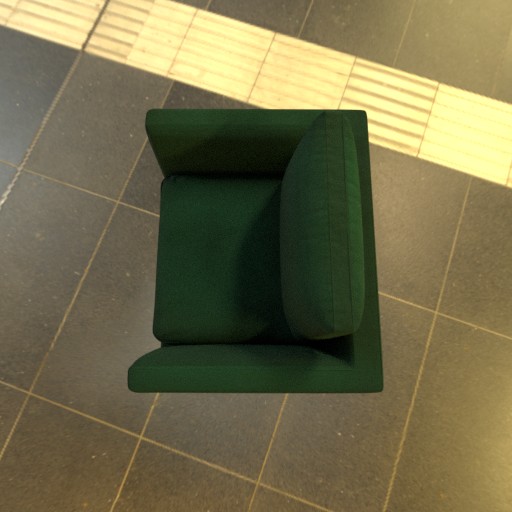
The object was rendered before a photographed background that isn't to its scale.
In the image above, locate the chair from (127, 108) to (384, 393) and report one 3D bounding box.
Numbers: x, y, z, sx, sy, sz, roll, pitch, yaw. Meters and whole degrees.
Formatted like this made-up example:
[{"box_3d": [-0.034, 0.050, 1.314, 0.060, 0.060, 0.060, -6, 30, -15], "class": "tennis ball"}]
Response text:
[{"box_3d": [0.000, 0.000, 1.810, 0.852, 0.997, 1.047, 0, 76, 0], "class": "chair"}]
